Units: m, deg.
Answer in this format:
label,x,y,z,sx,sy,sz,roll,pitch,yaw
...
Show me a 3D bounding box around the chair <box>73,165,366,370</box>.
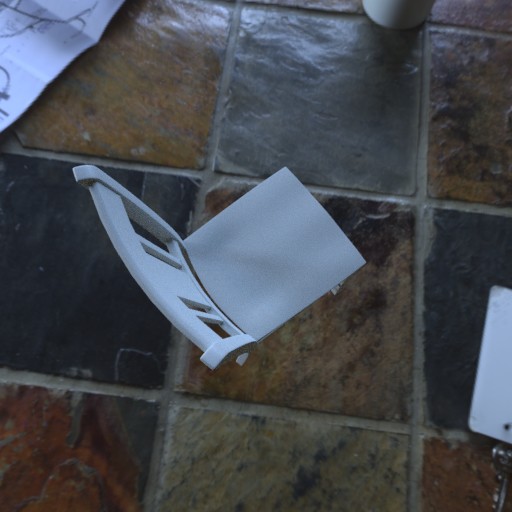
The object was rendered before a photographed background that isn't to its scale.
label,x,y,z,sx,sy,sz,roll,pitch,yaw
chair,0.000,0.000,1.287,0.555,0.998,0.450,-36,77,-9
